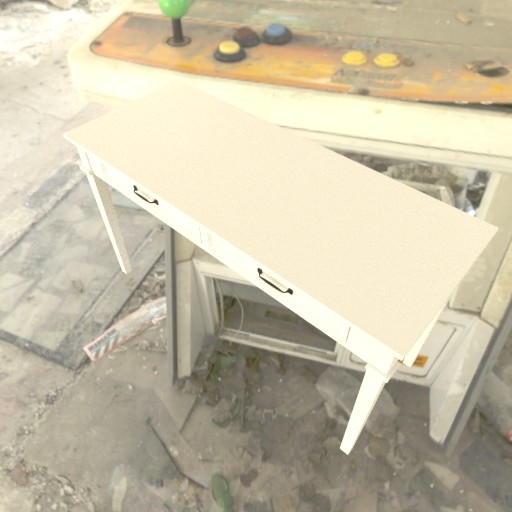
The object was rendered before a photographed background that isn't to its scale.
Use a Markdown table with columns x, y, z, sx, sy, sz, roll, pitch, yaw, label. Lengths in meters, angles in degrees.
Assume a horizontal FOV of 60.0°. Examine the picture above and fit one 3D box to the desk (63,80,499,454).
| x | y | z | sx | sy | sz | roll | pitch | yaw | label |
| --- | --- | --- | --- | --- | --- | --- | --- | --- | --- |
| 0.000 | 0.000 | 1.724 | 1.372 | 0.774 | 0.559 | 33 | 56 | 27 | desk |
